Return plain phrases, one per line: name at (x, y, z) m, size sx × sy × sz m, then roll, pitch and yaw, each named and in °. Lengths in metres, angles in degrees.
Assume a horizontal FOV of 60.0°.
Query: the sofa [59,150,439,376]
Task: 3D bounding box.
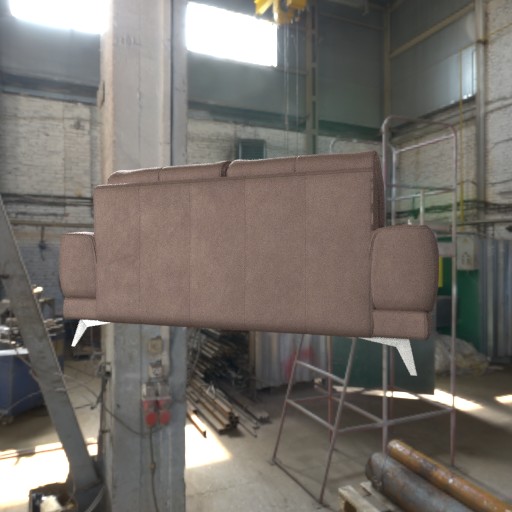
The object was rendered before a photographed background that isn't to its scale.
sofa at (0.000, 0.000, 2.392) m, size 1.806 × 0.907 × 1.018 m, roll 0°, pitch 0°, yaw 20°
